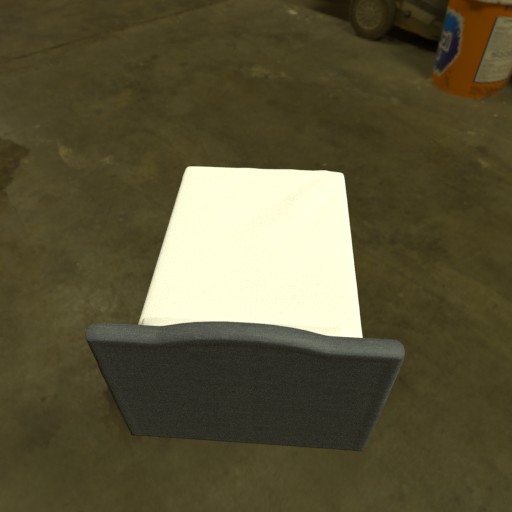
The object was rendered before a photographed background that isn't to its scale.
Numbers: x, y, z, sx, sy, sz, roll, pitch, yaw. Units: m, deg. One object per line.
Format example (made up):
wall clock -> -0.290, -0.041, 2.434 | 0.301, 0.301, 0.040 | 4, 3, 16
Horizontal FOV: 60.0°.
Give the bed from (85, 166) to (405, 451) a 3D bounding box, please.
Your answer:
bed -> 0.000, 0.000, 3.601 | 1.747, 1.441, 2.507 | 3, 47, 3
